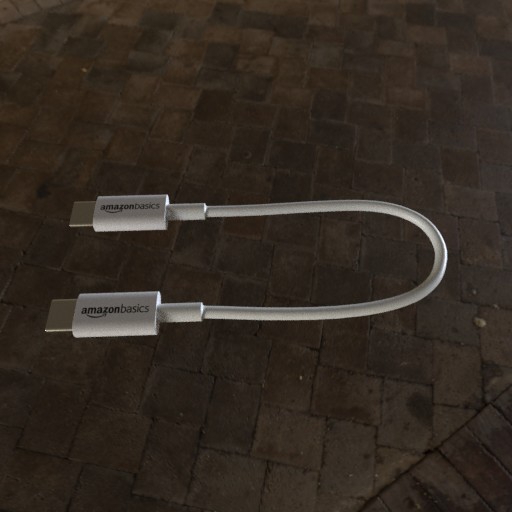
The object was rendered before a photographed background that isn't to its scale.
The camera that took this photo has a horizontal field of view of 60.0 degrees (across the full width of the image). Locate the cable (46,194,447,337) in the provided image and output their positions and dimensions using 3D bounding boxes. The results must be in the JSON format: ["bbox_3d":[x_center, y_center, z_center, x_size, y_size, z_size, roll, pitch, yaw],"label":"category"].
[{"bbox_3d":[0.000,0.000,0.114,0.098,0.005,0.041,-2,58,-1],"label":"cable"}]
